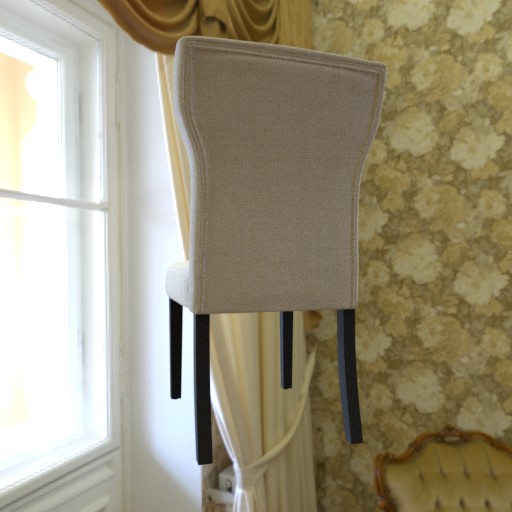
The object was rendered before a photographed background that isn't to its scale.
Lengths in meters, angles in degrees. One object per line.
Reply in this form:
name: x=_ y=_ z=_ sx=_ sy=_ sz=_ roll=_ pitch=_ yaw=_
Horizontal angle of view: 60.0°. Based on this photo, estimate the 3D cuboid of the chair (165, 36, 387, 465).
chair: x=0.000 y=0.000 z=1.245 sx=0.509 sy=0.921 sz=0.597 roll=0 pitch=-1 yaw=-17
